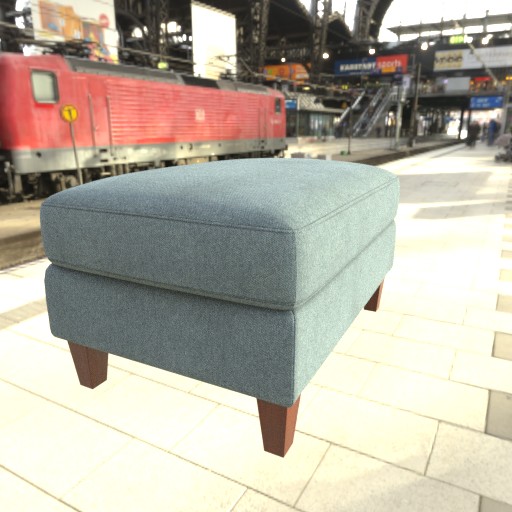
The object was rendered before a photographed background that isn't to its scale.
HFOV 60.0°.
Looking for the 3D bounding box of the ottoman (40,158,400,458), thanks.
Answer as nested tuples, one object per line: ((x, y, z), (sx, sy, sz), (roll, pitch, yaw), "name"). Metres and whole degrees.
((0.000, 0.000, 1.163), (0.584, 0.483, 0.864), (8, 18, 26), "ottoman")
